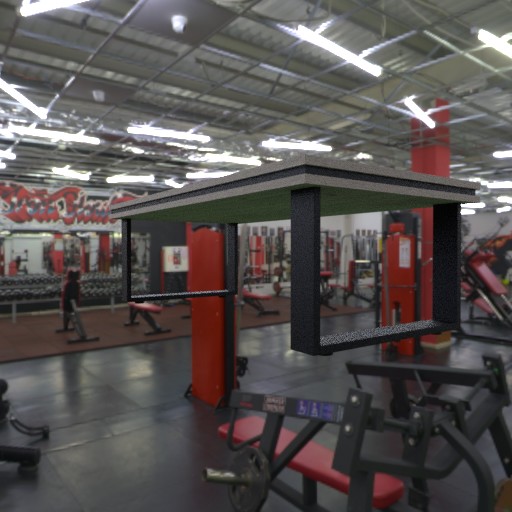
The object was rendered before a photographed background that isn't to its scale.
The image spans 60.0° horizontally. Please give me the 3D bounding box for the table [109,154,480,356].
[{"bbox_3d":[0.000,0.000,1.686,0.700,0.450,1.350,-1,1,-35],"label":"table"}]
